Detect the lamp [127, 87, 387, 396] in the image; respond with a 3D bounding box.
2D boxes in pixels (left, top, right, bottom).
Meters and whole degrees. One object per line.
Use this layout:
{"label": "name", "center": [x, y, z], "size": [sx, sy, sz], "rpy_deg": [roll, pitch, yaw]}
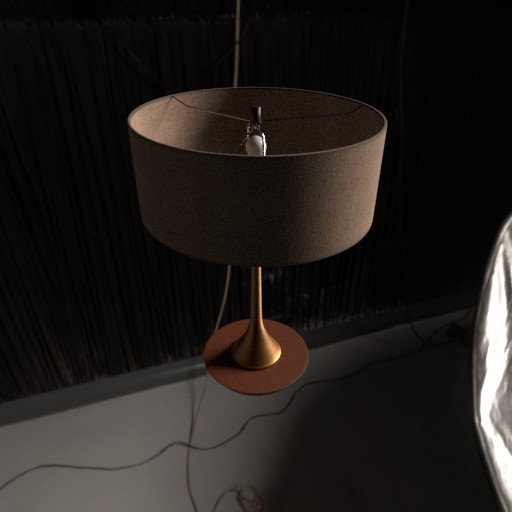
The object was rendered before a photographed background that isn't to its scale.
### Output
{"label": "lamp", "center": [0.000, 0.000, 0.839], "size": [0.396, 0.551, 0.417], "rpy_deg": [-11, 33, -17]}
